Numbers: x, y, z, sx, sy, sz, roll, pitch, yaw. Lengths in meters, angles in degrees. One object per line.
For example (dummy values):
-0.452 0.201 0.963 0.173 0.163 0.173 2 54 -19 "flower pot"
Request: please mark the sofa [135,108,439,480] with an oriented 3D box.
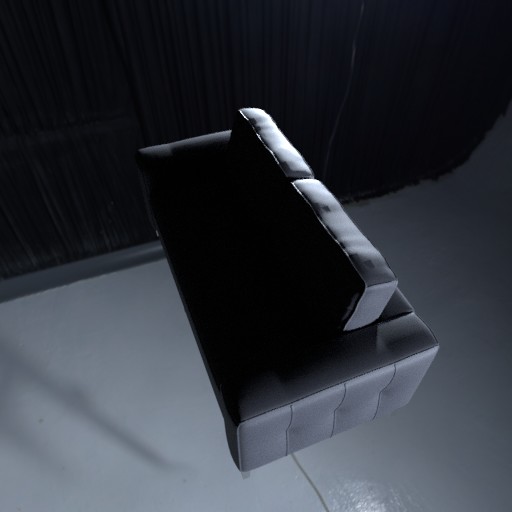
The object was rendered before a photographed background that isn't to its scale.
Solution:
0.000 0.000 2.206 0.833 0.893 1.726 -16 49 -15 "sofa"
